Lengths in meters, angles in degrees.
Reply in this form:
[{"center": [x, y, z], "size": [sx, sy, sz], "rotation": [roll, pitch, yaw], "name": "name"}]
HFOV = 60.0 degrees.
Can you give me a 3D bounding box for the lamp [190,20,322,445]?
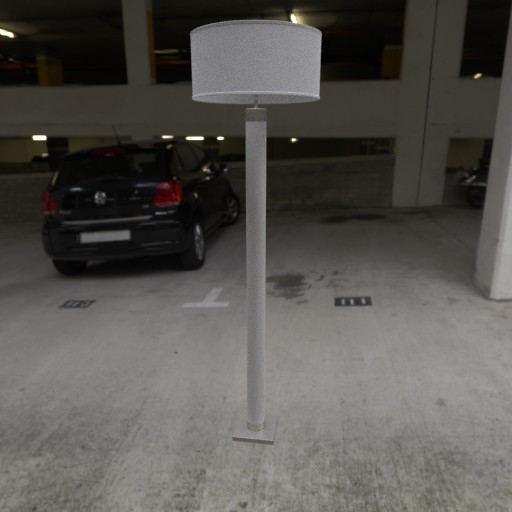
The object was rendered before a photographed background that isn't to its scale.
[{"center": [0.000, 0.000, 1.611], "size": [0.420, 1.475, 0.420], "rotation": [2, 15, 9], "name": "lamp"}]
